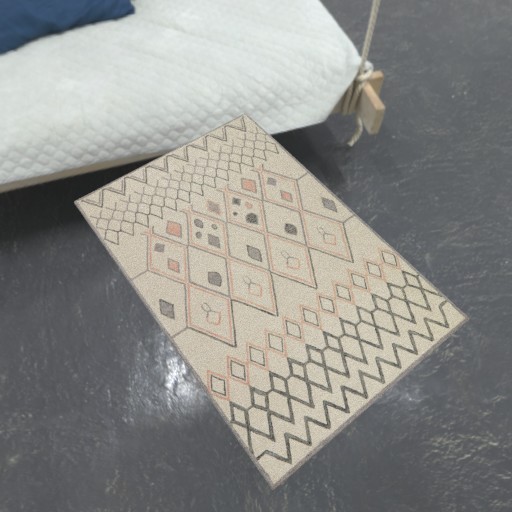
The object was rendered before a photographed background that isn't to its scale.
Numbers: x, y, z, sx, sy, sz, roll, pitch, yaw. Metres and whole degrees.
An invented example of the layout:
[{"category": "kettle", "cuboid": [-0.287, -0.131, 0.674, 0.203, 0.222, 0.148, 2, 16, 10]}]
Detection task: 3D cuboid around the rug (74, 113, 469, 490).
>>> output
[{"category": "rug", "cuboid": [0.000, 0.000, 2.339, 1.219, 0.016, 1.829, -33, 64, -18]}]
